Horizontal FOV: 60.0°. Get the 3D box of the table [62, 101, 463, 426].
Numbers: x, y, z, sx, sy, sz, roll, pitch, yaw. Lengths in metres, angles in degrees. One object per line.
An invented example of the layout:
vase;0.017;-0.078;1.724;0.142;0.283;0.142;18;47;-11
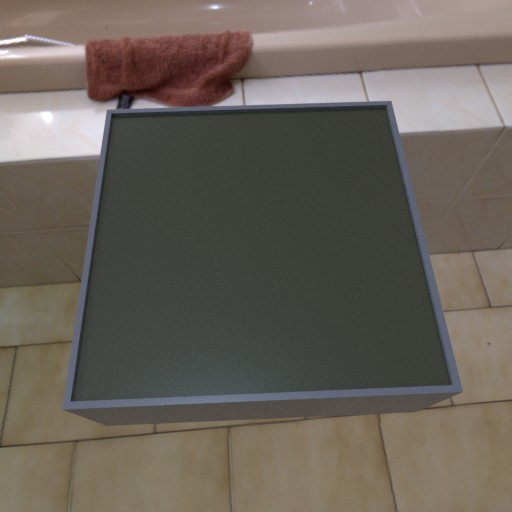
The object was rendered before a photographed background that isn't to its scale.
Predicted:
table;0.000;0.000;1.199;0.801;0.299;0.801;-2;63;-1
